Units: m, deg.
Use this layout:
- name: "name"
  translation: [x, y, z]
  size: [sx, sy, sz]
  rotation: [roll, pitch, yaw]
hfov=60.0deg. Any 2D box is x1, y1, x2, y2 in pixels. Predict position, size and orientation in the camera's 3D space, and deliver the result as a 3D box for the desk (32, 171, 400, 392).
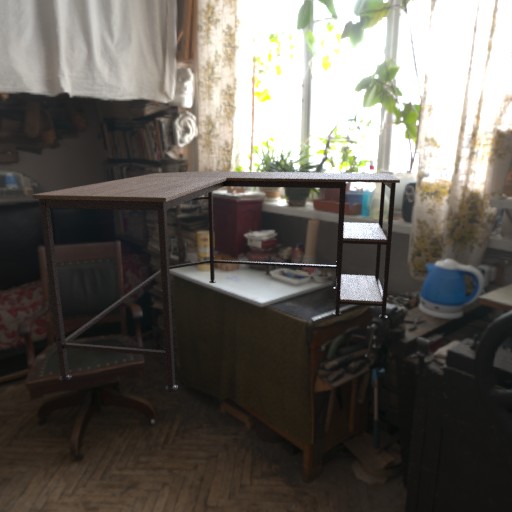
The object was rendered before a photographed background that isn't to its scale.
- name: "desk"
  translation: [0.000, 0.000, 2.215]
  size: [1.379, 0.739, 1.379]
  rotation: [2, 15, 10]
